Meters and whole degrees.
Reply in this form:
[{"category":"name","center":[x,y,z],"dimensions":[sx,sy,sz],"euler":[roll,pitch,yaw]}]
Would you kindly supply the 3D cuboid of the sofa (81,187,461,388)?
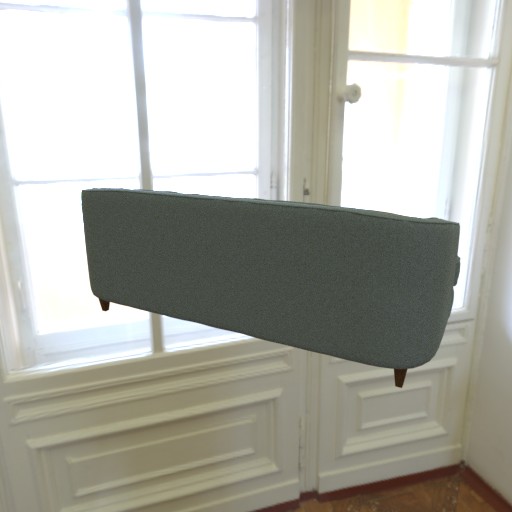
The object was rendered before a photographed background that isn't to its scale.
[{"category":"sofa","center":[0.000,0.000,2.754],"dimensions":[2.278,0.855,0.941],"euler":[9,18,27]}]
